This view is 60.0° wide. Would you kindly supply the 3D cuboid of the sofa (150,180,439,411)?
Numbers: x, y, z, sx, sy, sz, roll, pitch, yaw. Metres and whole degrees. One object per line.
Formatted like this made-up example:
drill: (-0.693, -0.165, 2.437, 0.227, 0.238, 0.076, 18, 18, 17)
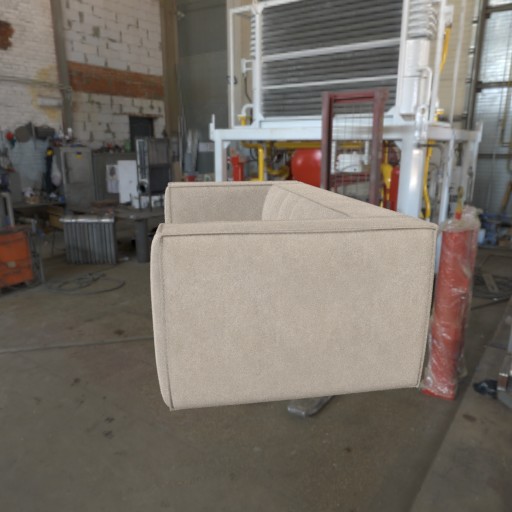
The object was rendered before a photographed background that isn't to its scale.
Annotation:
sofa: (0.000, 0.000, 2.482, 1.038, 0.680, 1.995, -2, 14, -9)
